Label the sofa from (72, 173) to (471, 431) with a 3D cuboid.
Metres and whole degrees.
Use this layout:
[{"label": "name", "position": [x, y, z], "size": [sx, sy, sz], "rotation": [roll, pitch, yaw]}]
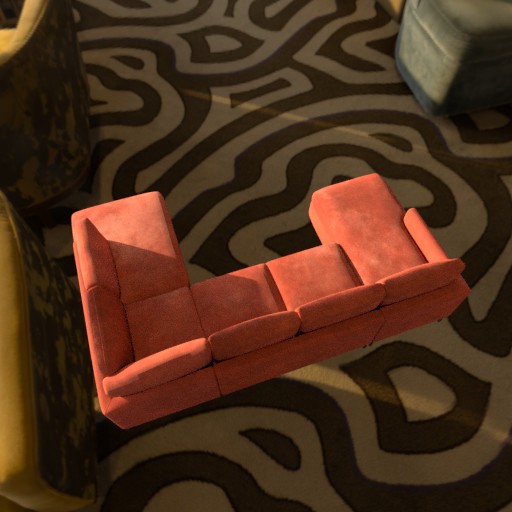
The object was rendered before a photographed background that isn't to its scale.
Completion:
[{"label": "sofa", "position": [0.000, 0.000, 3.897], "size": [2.971, 0.858, 1.981], "rotation": [-17, 60, -10]}]
